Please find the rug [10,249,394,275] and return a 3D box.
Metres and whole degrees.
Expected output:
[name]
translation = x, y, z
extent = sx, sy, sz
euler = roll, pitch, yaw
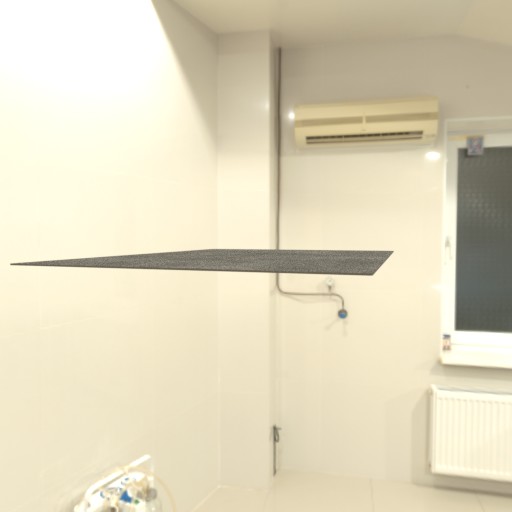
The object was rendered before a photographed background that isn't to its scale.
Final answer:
[rug]
translation = 0.000, 0.000, 2.806
extent = 1.600, 0.008, 2.235
euler = 1, 3, 19
